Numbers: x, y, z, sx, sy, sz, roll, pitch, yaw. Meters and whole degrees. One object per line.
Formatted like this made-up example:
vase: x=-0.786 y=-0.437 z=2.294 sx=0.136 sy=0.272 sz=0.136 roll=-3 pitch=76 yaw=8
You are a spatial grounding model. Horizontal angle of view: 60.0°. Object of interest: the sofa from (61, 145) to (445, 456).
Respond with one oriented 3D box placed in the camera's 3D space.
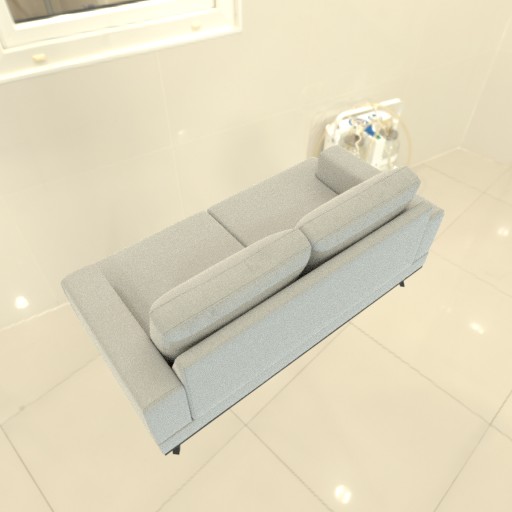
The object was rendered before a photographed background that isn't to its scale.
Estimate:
sofa: x=0.000 y=0.000 z=2.167 sx=1.650 sy=0.810 sz=0.920 roll=-30 pitch=54 yaw=-25
